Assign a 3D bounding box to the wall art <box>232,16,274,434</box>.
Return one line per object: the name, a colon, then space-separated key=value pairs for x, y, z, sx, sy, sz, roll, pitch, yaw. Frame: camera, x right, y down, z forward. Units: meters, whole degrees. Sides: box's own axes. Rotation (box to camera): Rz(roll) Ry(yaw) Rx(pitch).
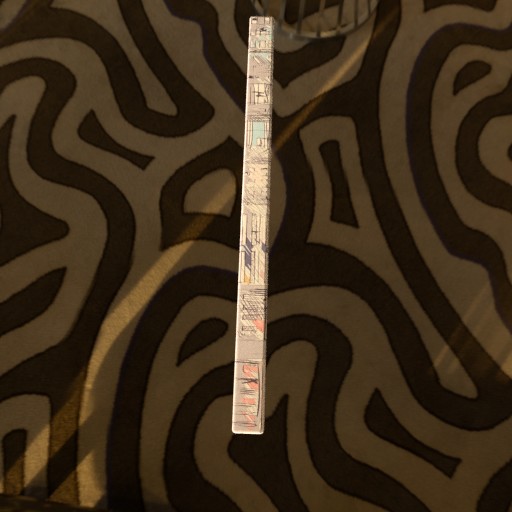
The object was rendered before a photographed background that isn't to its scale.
wall art: x=0.000 y=0.000 z=0.899 sx=0.038 sy=0.608 sz=0.607 roll=2 pitch=74 yaw=0
